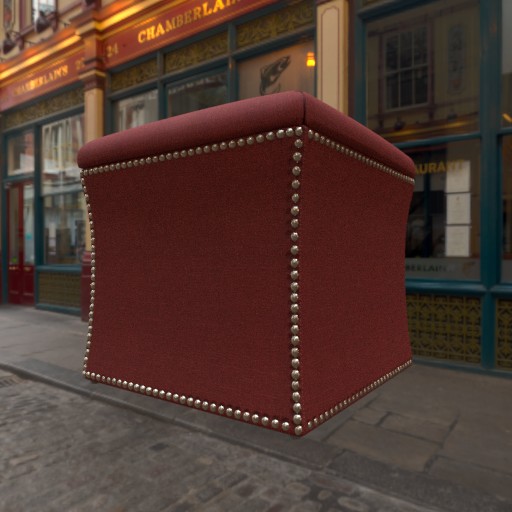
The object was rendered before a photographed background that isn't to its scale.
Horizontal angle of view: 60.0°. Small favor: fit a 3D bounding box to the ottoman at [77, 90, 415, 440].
[{"bbox_3d":[0.000,0.000,0.879,0.507,0.475,0.497,0,0,36],"label":"ottoman"}]
